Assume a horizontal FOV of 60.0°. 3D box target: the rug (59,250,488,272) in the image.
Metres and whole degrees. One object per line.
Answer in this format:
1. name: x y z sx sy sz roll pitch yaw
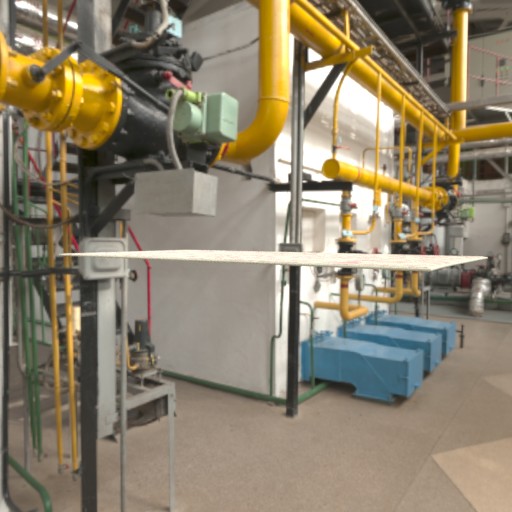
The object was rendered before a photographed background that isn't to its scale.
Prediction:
1. rug: 0.000 0.000 1.395 1.219 0.007 0.604 2 3 36
